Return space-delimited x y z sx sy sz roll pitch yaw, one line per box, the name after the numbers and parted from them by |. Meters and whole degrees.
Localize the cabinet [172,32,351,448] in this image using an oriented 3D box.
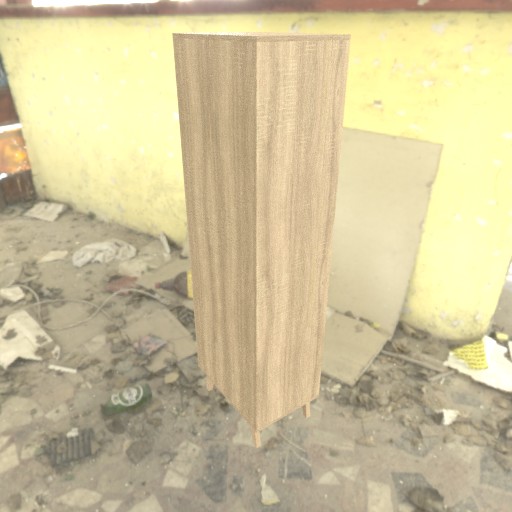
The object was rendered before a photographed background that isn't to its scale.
0.000 0.000 2.063 0.400 1.850 0.570 -18 33 -31 | cabinet
